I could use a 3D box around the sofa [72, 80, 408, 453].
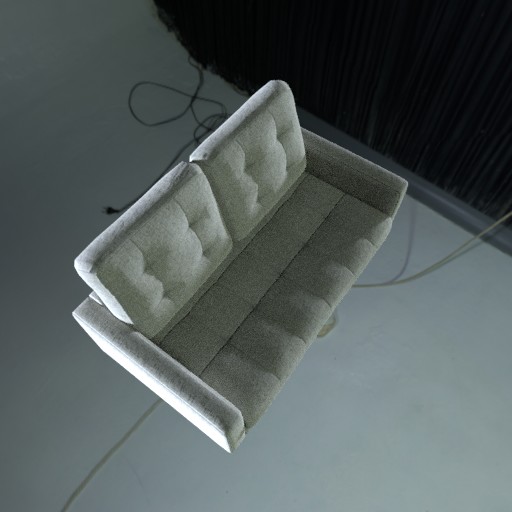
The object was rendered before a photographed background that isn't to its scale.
[{"bbox_3d":[0.000,0.000,2.008,0.842,0.907,1.407,32,64,18],"label":"sofa"}]
